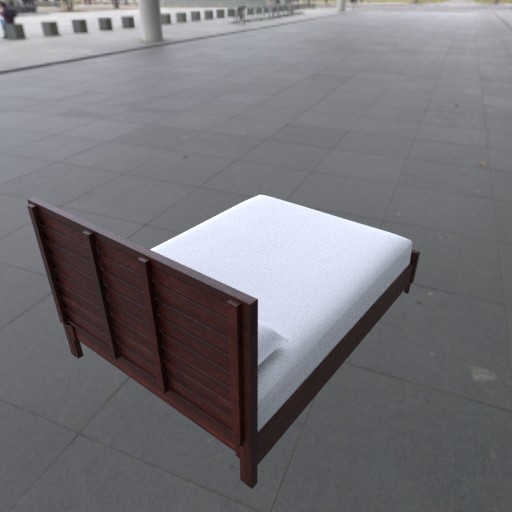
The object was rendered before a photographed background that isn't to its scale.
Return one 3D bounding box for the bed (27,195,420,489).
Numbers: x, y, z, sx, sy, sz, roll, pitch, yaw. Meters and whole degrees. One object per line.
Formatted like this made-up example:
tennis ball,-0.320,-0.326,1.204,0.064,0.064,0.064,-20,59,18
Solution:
bed,0.000,0.000,3.945,2.040,1.492,2.803,22,37,32
